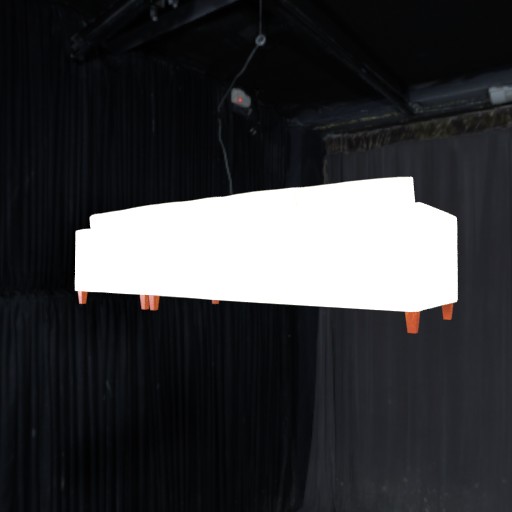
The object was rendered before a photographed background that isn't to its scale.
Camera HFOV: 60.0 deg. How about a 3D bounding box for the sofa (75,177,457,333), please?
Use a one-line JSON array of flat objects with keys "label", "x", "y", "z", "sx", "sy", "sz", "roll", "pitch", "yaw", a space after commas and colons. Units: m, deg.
[{"label": "sofa", "x": 0.000, "y": 0.000, "z": 4.138, "sx": 3.471, "sy": 0.954, "sz": 1.603, "roll": -1, "pitch": -2, "yaw": 37}]
